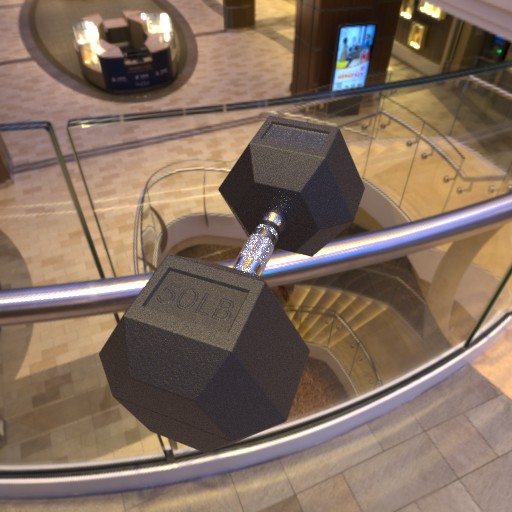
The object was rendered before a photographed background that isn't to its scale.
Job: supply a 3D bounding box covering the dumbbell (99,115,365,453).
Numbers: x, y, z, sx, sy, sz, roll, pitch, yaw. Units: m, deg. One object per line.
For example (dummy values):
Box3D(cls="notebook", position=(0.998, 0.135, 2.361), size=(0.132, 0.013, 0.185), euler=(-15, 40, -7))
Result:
Box3D(cls="dumbbell", position=(0.000, 0.000, 0.474), size=(0.173, 0.150, 0.384), euler=(15, 47, 14))
